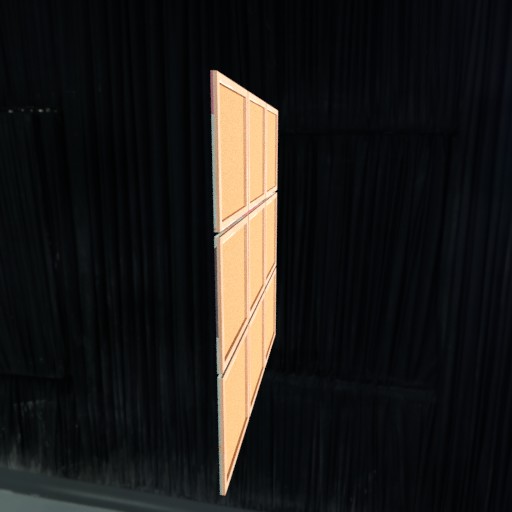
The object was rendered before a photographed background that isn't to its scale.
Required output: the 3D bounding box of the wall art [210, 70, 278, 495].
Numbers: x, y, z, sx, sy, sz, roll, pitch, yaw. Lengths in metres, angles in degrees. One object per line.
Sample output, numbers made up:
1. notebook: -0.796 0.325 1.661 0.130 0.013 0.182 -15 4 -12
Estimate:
1. wall art: 0.000 0.000 1.345 0.012 0.910 0.911 2 14 9
